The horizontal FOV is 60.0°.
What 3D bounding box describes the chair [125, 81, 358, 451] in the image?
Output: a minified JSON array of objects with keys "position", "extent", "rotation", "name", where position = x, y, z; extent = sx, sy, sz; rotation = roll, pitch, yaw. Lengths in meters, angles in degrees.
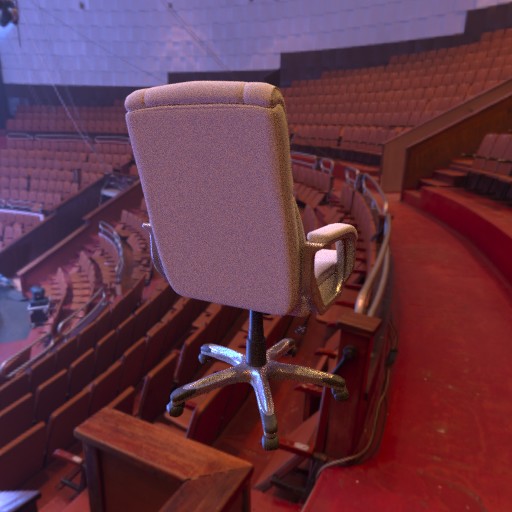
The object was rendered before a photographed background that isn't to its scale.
[{"position":[0.000,0.000,1.605],"extent":[0.687,1.120,0.738],"rotation":[8,17,27],"name":"chair"}]
